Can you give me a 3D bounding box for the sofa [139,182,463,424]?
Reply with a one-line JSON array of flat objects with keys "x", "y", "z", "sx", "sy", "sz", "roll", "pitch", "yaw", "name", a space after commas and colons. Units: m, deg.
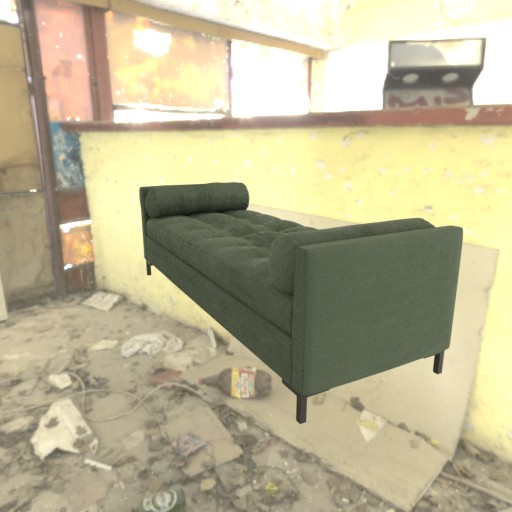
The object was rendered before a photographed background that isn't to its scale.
[{"x": 0.000, "y": 0.000, "z": 2.561, "sx": 0.817, "sy": 0.681, "sz": 2.130, "roll": -8, "pitch": 17, "yaw": -28, "name": "sofa"}]
